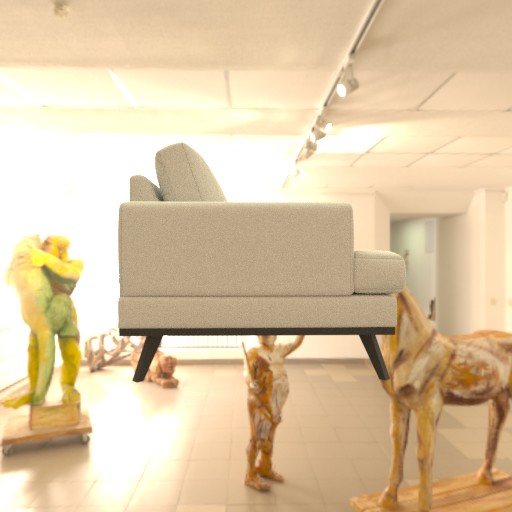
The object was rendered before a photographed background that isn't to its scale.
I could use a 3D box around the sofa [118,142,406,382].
[{"bbox_3d":[0.000,0.000,2.205,0.920,0.810,1.650,0,0,-2],"label":"sofa"}]
